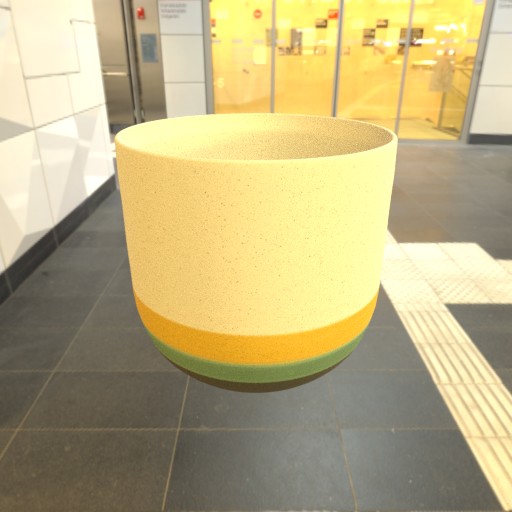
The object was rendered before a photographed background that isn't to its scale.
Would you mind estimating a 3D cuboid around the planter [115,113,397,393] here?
[{"bbox_3d":[0.000,0.000,0.489,0.268,0.270,0.268,0,25,0],"label":"planter"}]
